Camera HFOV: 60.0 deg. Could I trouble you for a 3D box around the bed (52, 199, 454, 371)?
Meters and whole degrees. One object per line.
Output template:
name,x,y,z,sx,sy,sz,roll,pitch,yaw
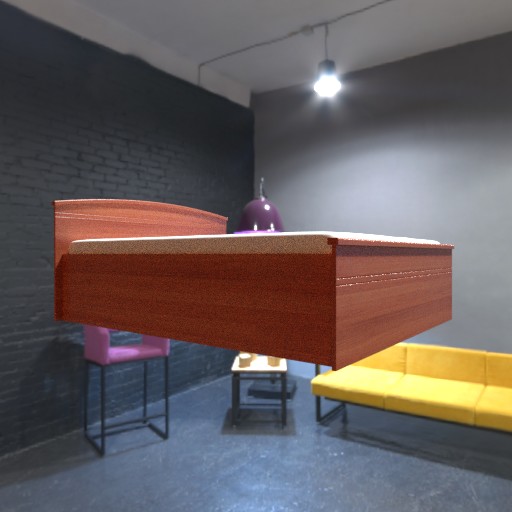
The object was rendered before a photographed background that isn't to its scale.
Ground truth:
bed,0.000,0.000,2.924,2.053,0.848,1.683,0,0,37
